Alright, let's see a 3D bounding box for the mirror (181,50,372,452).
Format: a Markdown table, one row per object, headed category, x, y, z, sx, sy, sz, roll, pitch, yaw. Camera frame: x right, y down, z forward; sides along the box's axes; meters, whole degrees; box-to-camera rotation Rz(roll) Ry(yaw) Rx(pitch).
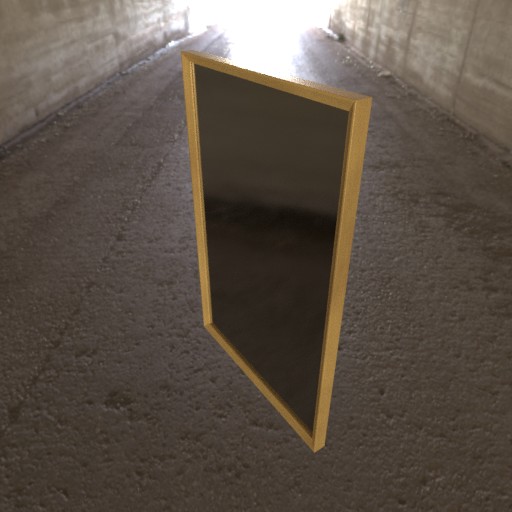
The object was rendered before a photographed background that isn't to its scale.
| category | x | y | z | sx | sy | sz | roll | pitch | yaw |
| --- | --- | --- | --- | --- | --- | --- | --- | --- | --- |
| mirror | 0.000 | 0.000 | 1.158 | 0.041 | 0.915 | 0.609 | -20 | 38 | -28 |
